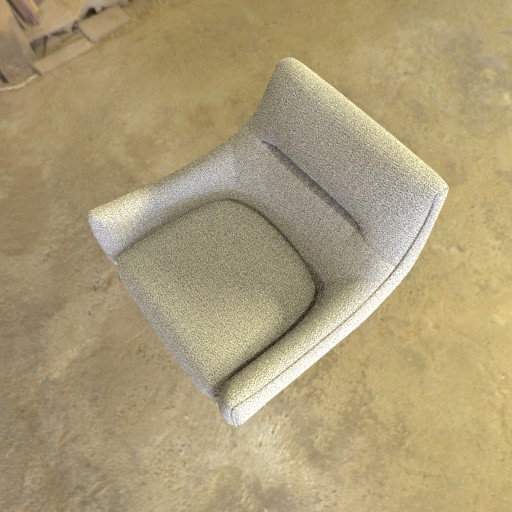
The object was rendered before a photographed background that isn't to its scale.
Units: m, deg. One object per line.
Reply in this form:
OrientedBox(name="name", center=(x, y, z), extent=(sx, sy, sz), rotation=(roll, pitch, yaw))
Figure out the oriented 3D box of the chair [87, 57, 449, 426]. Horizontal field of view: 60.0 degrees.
OrientedBox(name="chair", center=(0.000, 0.000, 1.450), extent=(0.787, 0.838, 0.762), rotation=(-35, 67, -17))
